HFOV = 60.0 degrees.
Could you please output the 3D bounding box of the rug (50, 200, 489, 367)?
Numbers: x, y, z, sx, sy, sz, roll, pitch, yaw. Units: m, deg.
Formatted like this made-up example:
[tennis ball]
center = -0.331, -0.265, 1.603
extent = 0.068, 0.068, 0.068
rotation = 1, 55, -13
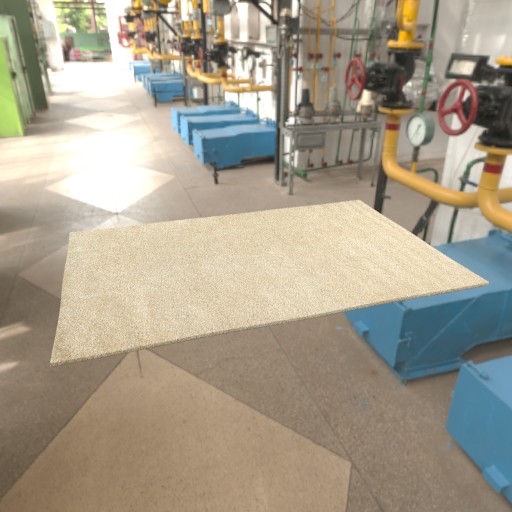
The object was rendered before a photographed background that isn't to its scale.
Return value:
[rug]
center = 0.000, 0.000, 2.880
extent = 2.346, 0.025, 1.500
rotation = -8, 28, -16
